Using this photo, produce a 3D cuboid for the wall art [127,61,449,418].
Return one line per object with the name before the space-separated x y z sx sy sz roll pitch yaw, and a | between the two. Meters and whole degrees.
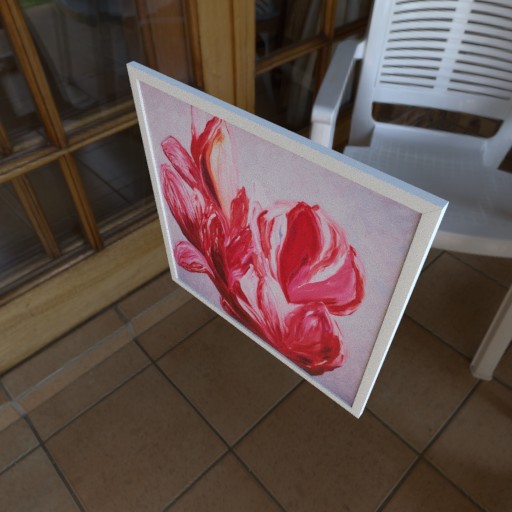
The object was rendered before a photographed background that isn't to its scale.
wall art | 0.000 0.000 1.182 0.805 0.803 0.022 32 55 27
